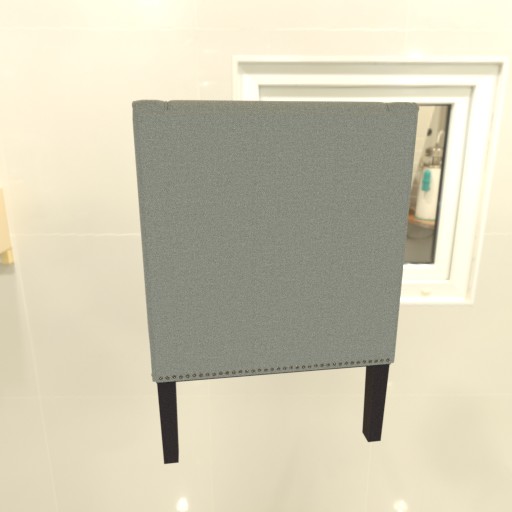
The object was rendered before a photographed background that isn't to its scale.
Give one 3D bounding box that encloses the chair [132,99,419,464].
[{"bbox_3d":[0.000,0.000,1.358,0.610,0.864,0.737,-2,16,-8],"label":"chair"}]
